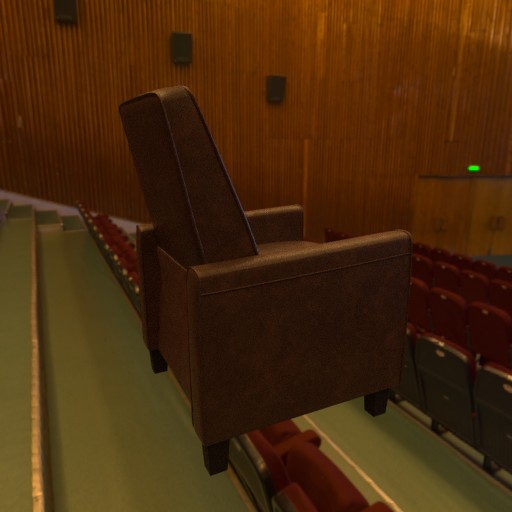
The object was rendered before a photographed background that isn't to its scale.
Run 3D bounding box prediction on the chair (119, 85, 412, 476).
[{"bbox_3d":[0.000,0.000,1.490,0.746,1.013,0.705,-7,16,-26],"label":"chair"}]
